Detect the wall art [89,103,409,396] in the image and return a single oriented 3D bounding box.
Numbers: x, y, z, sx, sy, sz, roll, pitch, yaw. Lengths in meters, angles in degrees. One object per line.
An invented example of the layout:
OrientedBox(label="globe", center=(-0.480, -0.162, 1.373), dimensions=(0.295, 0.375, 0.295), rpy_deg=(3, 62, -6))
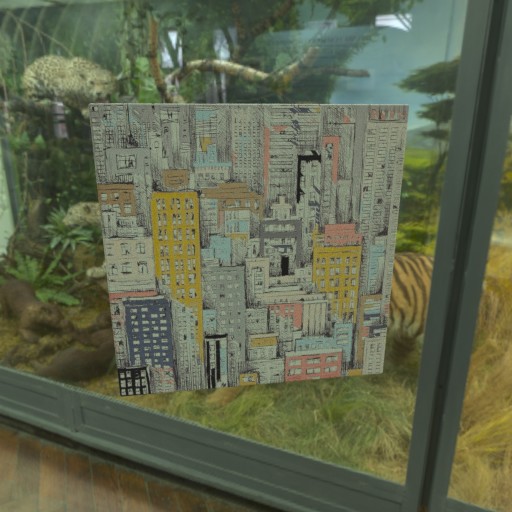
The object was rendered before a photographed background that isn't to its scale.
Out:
OrientedBox(label="wall art", center=(0.000, 0.000, 1.175), dimensions=(0.761, 0.762, 0.048), rpy_deg=(-3, 18, -8))
